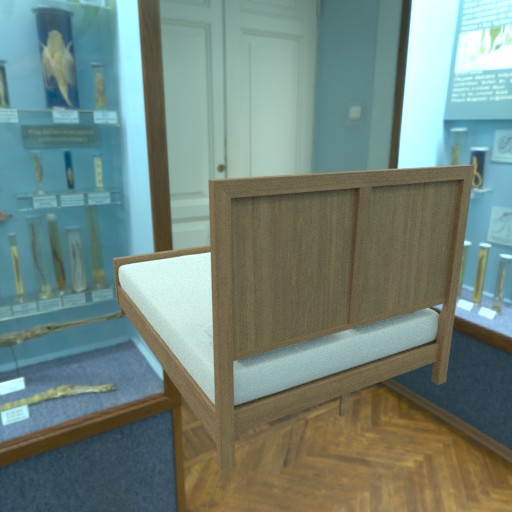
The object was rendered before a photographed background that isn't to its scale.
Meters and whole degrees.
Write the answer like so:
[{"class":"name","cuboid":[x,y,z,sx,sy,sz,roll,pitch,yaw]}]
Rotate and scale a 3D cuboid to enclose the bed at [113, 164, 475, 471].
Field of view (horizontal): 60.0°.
[{"class":"bed","cuboid":[0.000,0.000,3.232,1.606,1.387,2.184,-9,18,-28]}]
